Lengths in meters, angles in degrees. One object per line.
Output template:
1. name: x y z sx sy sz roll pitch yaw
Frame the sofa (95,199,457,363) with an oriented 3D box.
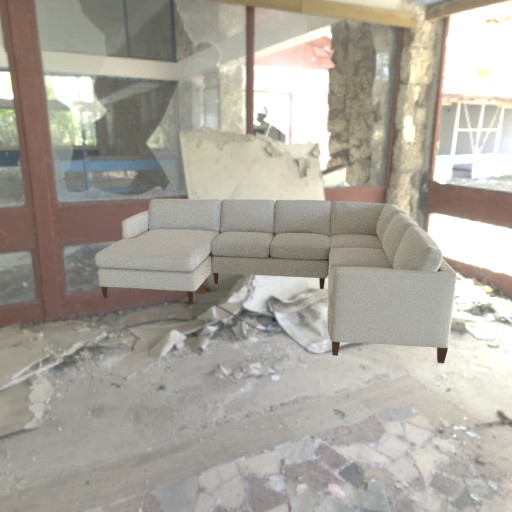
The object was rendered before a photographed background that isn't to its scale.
1. sofa: 0.000 0.000 4.799 3.459 0.956 2.593 2 15 9
